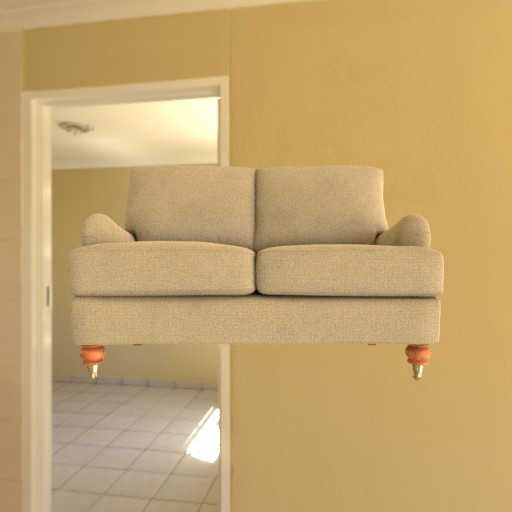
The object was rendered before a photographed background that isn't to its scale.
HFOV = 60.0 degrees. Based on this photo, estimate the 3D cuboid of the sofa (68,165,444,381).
[{"bbox_3d":[0.000,0.000,2.189,1.480,0.999,1.087,0,0,0],"label":"sofa"}]
